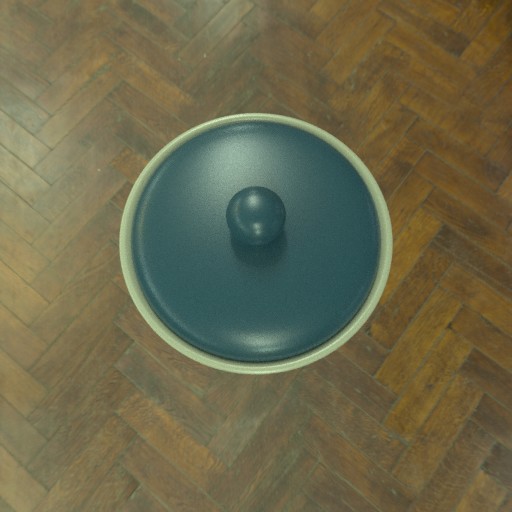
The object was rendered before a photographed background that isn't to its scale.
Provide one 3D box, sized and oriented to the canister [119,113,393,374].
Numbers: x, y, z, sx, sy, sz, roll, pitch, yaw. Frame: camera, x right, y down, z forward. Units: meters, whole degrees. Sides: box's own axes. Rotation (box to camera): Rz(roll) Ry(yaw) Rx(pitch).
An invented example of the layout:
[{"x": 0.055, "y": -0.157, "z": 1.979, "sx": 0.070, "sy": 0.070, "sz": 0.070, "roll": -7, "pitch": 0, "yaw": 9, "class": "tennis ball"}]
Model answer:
[{"x": 0.000, "y": 0.000, "z": 0.350, "sx": 0.181, "sy": 0.211, "sz": 0.181, "roll": 0, "pitch": 75, "yaw": 0, "class": "canister"}]
